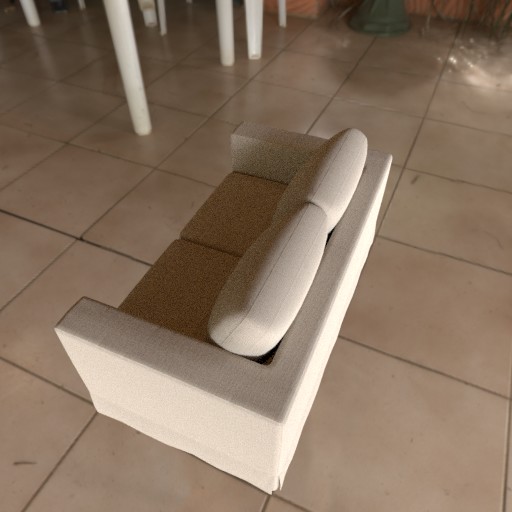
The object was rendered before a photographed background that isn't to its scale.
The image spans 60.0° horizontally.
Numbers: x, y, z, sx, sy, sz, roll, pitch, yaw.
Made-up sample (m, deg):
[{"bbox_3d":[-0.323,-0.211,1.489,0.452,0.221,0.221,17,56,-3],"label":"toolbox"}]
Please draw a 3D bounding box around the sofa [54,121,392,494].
[{"bbox_3d":[0.000,0.000,2.339,1.009,0.932,1.813,18,48,16],"label":"sofa"}]
